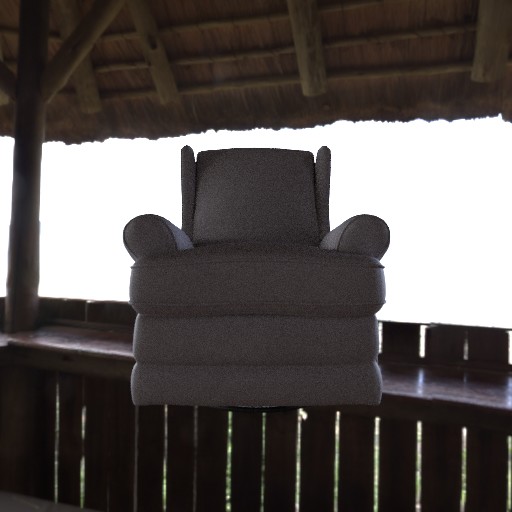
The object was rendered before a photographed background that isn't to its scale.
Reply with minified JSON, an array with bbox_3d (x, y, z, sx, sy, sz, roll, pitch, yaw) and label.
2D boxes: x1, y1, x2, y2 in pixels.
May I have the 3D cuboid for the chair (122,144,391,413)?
[{"bbox_3d":[0.000,0.000,1.697,0.847,1.011,0.969,0,0,0],"label":"chair"}]
